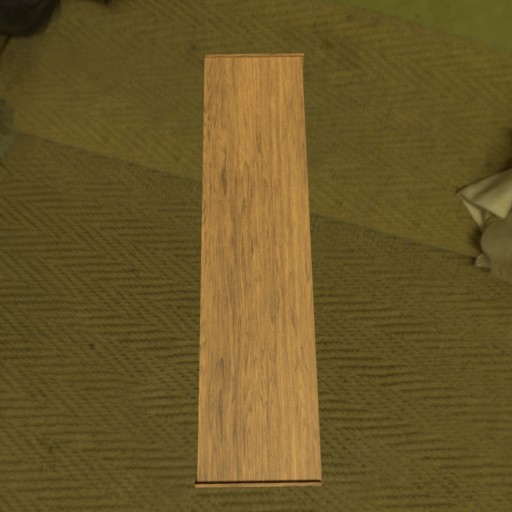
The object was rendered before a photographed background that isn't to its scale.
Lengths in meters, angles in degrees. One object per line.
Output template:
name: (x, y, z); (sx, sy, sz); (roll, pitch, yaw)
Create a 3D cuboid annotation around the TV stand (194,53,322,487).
TV stand: (0.000, 0.000, 1.996); (0.467, 0.415, 1.796); (-1, 76, 0)
